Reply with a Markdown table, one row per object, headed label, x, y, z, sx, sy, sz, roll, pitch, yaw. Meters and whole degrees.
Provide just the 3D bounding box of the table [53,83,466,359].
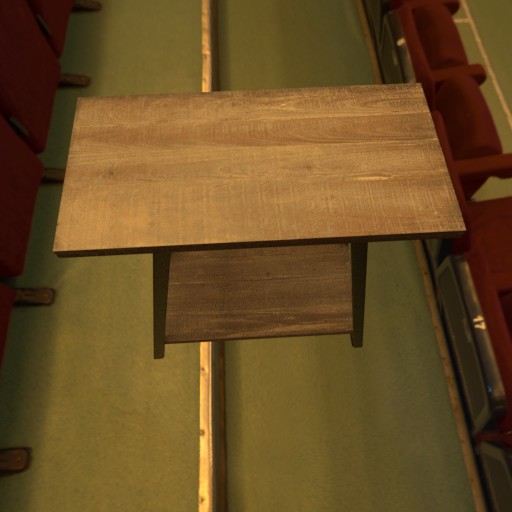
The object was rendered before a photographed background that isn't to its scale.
| label | x | y | z | sx | sy | sz | roll | pitch | yaw |
| --- | --- | --- | --- | --- | --- | --- | --- | --- | --- |
| table | 0.000 | 0.000 | 1.019 | 0.599 | 0.701 | 0.300 | -3 | 64 | -1 |
